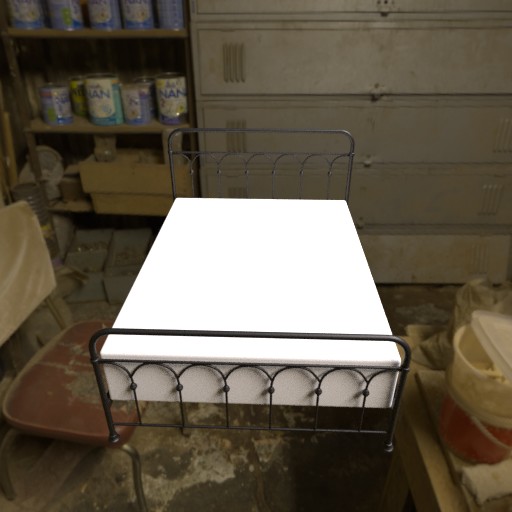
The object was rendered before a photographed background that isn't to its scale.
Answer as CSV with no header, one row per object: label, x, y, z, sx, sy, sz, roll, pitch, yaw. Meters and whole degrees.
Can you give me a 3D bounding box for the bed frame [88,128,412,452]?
bed frame,0.000,0.000,3.186,1.664,1.276,2.203,1,30,2
